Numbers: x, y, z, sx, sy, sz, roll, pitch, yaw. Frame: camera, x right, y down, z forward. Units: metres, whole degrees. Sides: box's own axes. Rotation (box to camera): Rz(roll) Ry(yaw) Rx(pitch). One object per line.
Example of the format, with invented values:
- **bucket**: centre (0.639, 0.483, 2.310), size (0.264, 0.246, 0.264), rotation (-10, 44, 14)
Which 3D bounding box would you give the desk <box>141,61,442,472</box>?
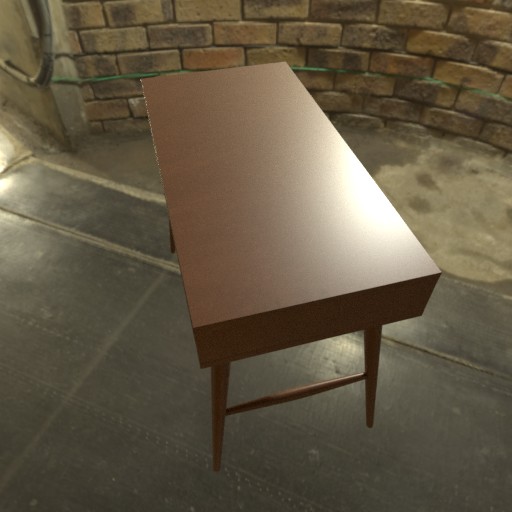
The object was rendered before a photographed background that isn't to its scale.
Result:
- **desk**: centre (0.000, 0.000, 1.375), size (0.510, 0.758, 0.949), rotation (-11, 48, -10)
